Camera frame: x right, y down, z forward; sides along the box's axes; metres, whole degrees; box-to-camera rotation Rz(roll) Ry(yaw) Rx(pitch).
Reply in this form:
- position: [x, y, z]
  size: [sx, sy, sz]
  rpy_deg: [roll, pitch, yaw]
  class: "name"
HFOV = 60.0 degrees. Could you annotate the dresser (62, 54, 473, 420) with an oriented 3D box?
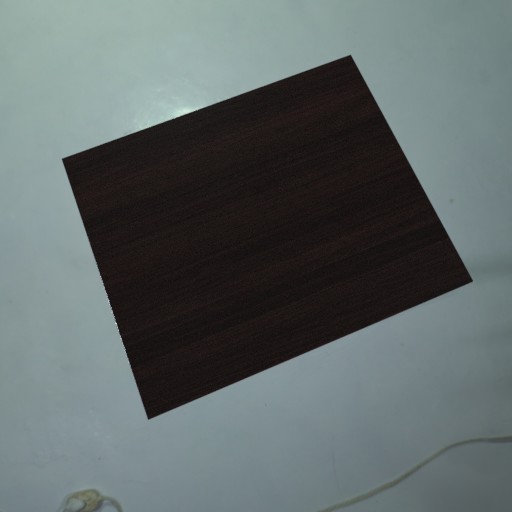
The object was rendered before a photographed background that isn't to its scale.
- position: [0.000, 0.000, 0.766]
  size: [0.400, 0.470, 0.360]
  rpy_deg: [-22, 77, -5]
  class: "dresser"
